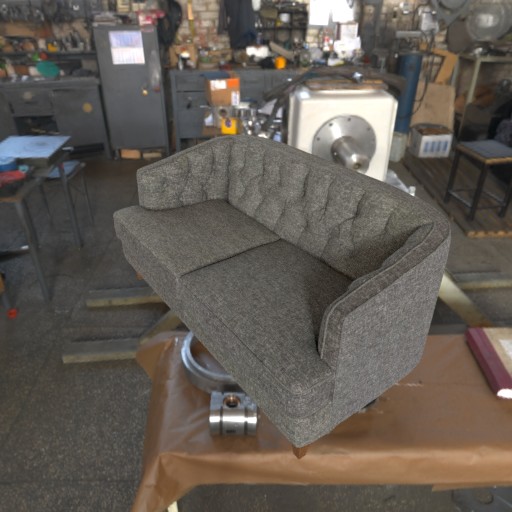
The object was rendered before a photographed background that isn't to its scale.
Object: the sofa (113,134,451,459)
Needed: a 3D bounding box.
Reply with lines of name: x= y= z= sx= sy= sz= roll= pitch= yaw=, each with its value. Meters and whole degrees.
sofa: x=0.000 y=0.000 z=2.299 sx=0.941 sy=0.855 sz=1.733 roll=-20 pitch=37 yaw=-30
